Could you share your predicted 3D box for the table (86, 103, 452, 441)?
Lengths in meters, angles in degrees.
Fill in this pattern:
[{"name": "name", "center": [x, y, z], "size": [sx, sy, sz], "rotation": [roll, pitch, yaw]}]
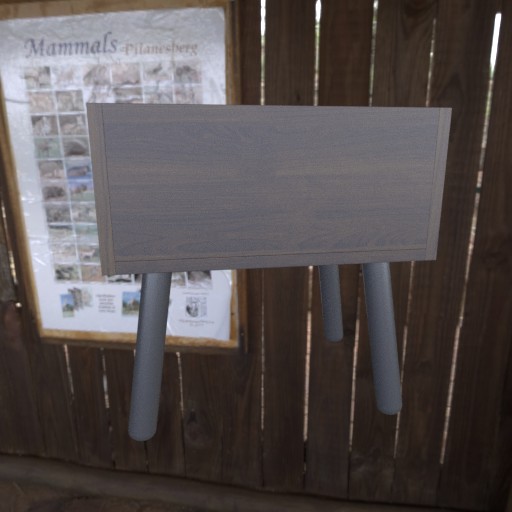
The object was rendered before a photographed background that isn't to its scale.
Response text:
[{"name": "table", "center": [0.000, 0.000, 0.770], "size": [0.450, 0.470, 0.370], "rotation": [-2, 15, -9]}]
